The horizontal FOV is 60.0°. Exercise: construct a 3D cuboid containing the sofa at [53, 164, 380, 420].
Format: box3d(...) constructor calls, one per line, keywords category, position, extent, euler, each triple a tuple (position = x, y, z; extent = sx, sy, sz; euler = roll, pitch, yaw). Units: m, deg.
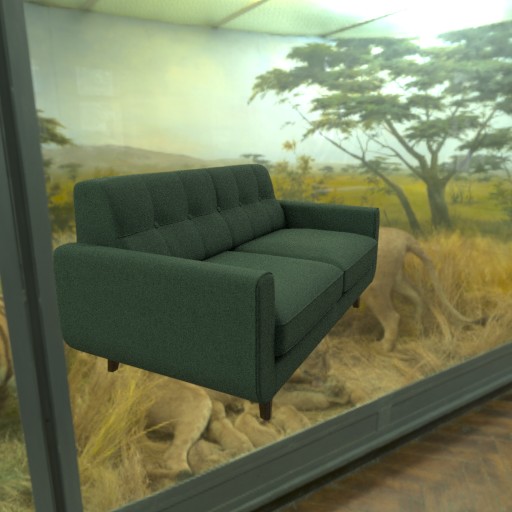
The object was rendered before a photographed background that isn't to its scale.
box3d(category="sofa", position=(0.000, 0.000, 2.200), extent=(0.909, 0.841, 1.631), euler=(7, 16, 26))
